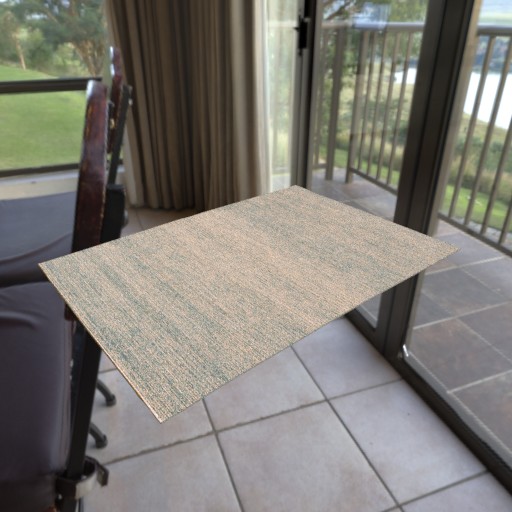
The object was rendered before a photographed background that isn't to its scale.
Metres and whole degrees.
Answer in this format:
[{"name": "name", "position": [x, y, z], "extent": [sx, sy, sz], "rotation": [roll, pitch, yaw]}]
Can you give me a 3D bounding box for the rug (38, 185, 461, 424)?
[{"name": "rug", "position": [0.000, 0.000, 2.926], "extent": [2.306, 0.030, 1.613], "rotation": [-22, 36, -34]}]
